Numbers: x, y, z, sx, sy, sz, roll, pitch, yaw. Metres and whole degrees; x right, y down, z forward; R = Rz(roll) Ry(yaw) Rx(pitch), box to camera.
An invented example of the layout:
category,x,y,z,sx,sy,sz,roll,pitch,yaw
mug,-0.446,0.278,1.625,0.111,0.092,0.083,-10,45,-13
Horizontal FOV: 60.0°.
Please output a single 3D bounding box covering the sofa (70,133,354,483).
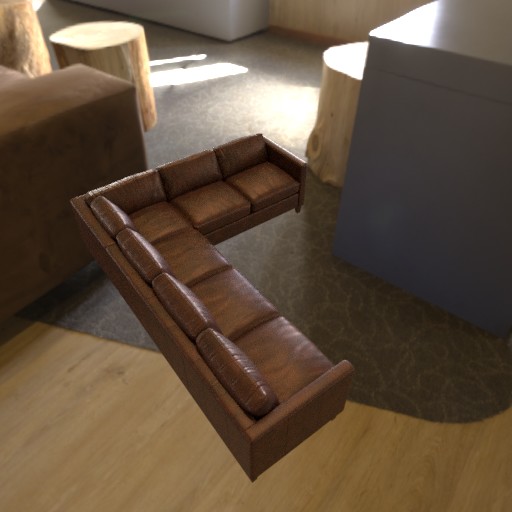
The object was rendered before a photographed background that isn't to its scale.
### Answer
category,x,y,z,sx,sy,sz,roll,pitch,yaw
sofa,0.000,0.000,4.309,2.438,0.836,3.152,-27,49,-26
